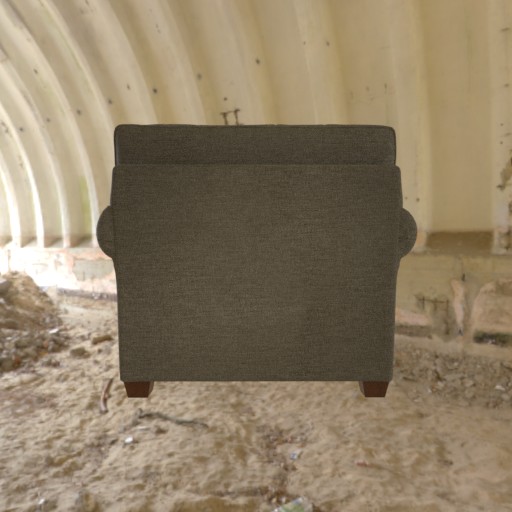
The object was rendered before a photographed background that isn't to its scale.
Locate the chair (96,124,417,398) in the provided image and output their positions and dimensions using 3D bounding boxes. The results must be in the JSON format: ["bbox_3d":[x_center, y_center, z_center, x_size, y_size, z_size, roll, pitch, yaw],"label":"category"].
[{"bbox_3d":[0.000,0.000,1.878,1.092,0.961,0.965,0,1,0],"label":"chair"}]
